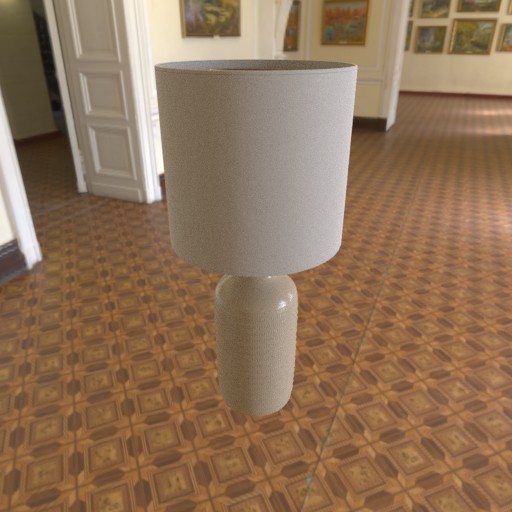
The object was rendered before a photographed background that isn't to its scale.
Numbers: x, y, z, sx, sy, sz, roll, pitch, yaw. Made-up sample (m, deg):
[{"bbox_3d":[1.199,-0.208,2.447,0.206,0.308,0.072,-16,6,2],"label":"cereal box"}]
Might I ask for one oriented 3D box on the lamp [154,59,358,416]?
[{"bbox_3d":[0.000,0.000,0.596,0.220,0.475,0.220,18,32,32],"label":"lamp"}]
